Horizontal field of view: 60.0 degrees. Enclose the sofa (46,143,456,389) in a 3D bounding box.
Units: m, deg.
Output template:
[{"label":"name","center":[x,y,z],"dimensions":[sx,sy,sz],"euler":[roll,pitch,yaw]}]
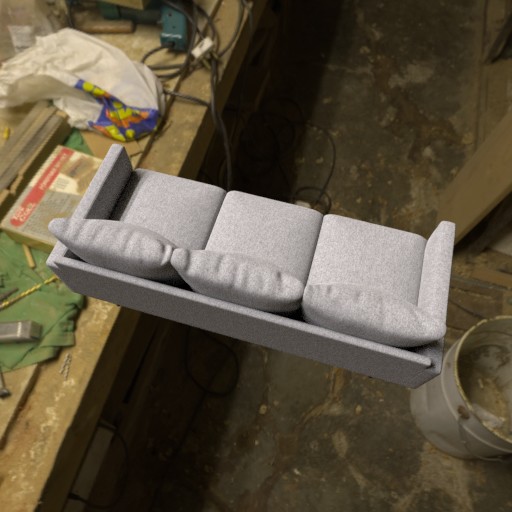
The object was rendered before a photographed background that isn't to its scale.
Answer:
[{"label":"sofa","center":[0.000,0.000,2.451],"dimensions":[2.000,0.830,0.850],"euler":[14,64,7]}]
